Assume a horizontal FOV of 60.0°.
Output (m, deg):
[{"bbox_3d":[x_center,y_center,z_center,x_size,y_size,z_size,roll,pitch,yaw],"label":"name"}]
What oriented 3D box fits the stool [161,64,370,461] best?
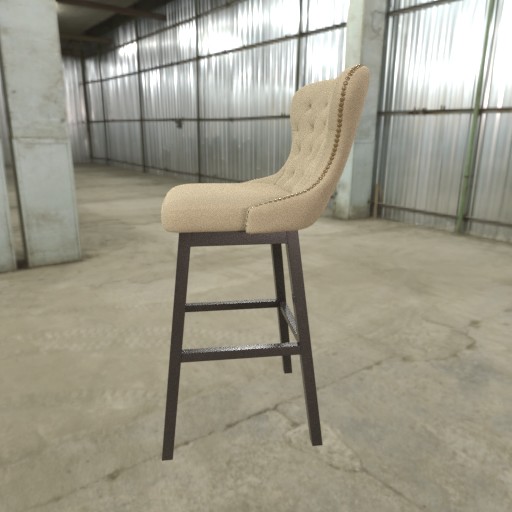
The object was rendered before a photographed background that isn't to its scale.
[{"bbox_3d":[0.000,0.000,1.375,0.605,1.066,0.528,-2,16,-8],"label":"stool"}]
